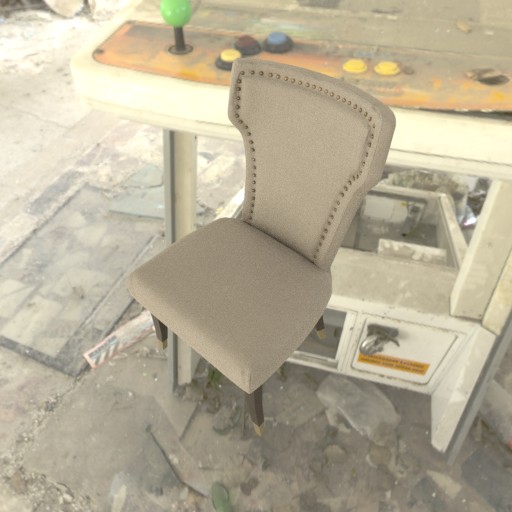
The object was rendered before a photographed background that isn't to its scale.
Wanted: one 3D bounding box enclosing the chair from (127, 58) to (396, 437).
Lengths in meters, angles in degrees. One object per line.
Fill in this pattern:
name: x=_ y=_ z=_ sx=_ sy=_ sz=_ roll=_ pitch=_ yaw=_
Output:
chair: x=0.000 y=0.000 z=1.359 sx=0.526 sy=0.950 sz=0.630 roll=33 pitch=55 yaw=27
